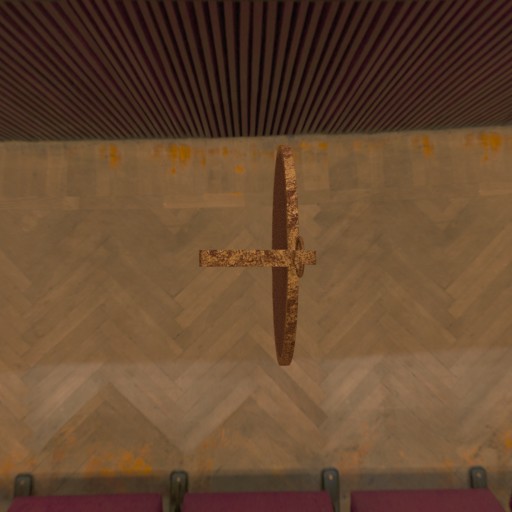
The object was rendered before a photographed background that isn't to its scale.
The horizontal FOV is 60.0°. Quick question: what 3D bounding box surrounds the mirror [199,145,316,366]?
[{"bbox_3d":[0.000,0.000,0.824,0.144,0.651,0.447,0,90,-1],"label":"mirror"}]
